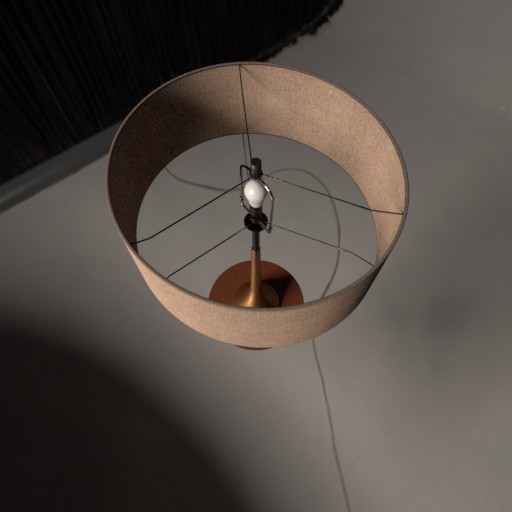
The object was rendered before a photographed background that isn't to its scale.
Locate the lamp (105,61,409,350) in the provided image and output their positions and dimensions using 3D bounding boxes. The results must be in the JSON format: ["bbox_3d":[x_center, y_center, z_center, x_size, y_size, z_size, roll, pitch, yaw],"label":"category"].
[{"bbox_3d":[0.000,0.000,0.832,0.396,0.551,0.417,-36,68,-16],"label":"lamp"}]
